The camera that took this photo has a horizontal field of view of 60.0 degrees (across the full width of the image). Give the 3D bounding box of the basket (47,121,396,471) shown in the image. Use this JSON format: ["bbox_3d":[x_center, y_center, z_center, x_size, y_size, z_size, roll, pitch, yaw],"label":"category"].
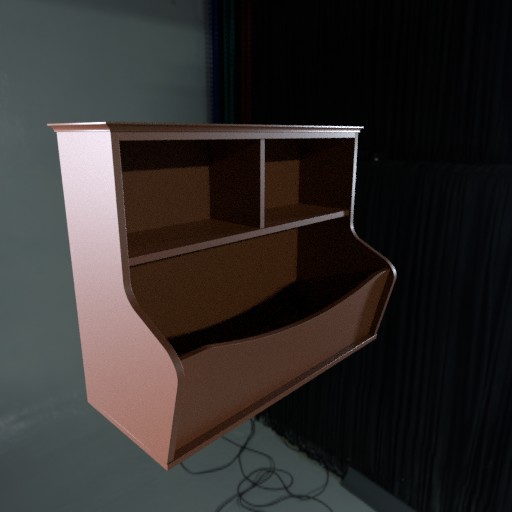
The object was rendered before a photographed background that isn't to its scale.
[{"bbox_3d":[0.000,0.000,1.103,0.376,0.625,0.792,14,21,42],"label":"basket"}]
